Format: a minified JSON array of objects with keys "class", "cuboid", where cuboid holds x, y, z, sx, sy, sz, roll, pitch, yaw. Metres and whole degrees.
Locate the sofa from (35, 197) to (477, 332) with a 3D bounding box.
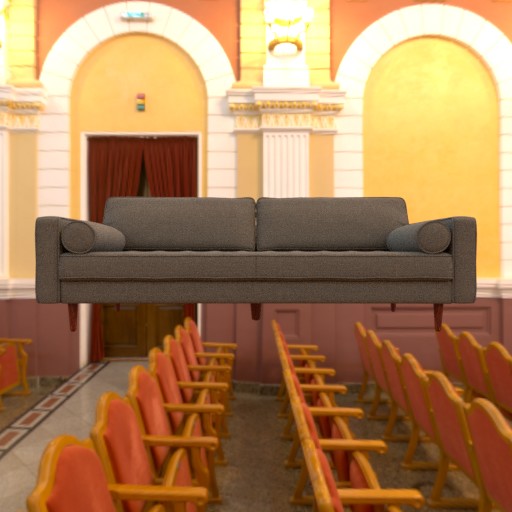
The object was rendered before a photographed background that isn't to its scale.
[{"class":"sofa","cuboid":[0.000,0.000,2.620,2.198,0.762,0.914,0,1,0]}]
